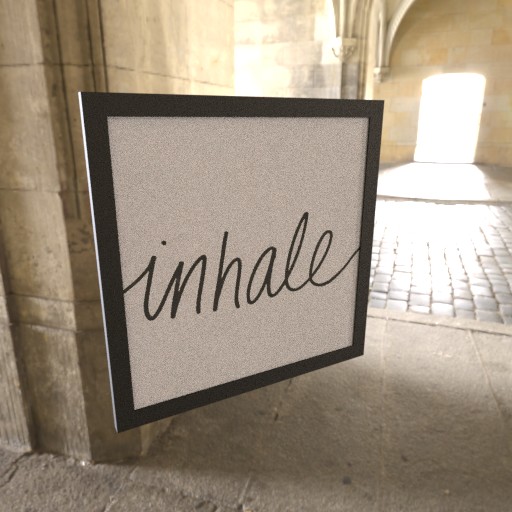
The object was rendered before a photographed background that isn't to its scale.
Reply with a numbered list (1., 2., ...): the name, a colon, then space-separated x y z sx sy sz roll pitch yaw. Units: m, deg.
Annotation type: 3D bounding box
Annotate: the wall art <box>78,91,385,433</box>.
1. wall art: 0.000 0.000 0.525 0.356 0.356 0.013 -9 19 -27
